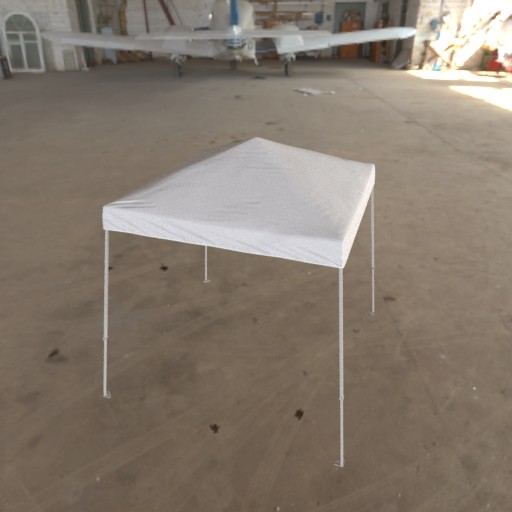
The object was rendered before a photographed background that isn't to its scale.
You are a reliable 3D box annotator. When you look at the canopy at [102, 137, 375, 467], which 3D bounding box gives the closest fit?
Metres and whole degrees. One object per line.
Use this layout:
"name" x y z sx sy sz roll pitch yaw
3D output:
"canopy" 0.000 0.000 5.361 2.849 2.849 2.848 9 29 17
